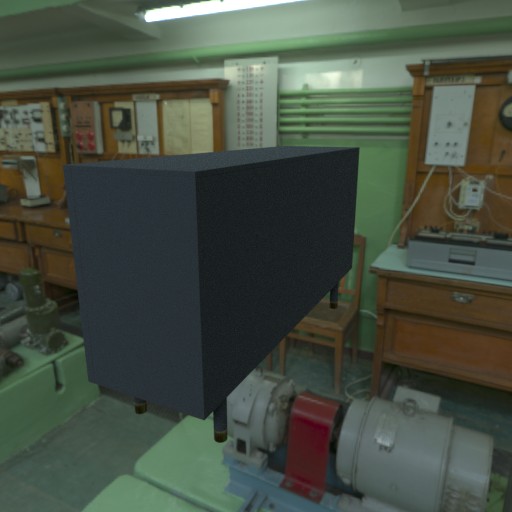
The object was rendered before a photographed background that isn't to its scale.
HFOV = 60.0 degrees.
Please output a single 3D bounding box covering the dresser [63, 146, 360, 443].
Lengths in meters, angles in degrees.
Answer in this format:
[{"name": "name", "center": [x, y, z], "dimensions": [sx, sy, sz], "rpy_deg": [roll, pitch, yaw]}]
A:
[{"name": "dresser", "center": [0.000, 0.000, 1.927], "dimensions": [0.463, 0.872, 1.558], "rpy_deg": [8, 18, 26]}]
